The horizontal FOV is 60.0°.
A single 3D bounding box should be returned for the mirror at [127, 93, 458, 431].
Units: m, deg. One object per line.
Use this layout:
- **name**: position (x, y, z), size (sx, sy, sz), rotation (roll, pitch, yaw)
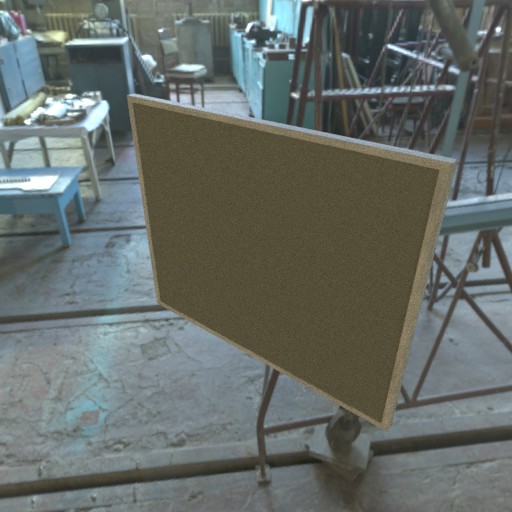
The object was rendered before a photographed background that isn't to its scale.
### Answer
- **mirror**: position (0.000, 0.000, 1.135), size (0.839, 0.689, 0.028), rotation (22, 38, 31)
